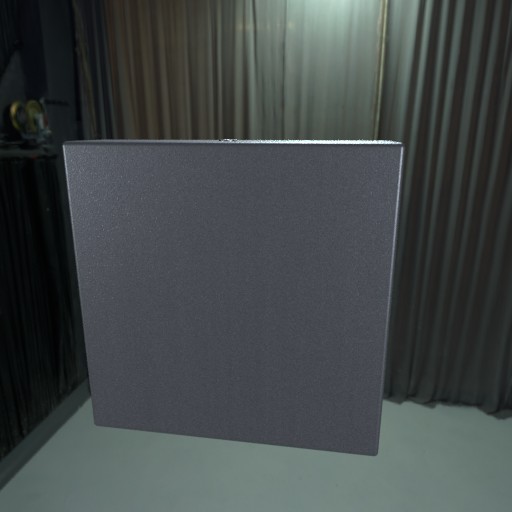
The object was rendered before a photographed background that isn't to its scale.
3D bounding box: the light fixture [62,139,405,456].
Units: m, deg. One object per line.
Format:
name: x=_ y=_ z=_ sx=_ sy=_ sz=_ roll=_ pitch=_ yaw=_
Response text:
light fixture: x=0.000 y=0.000 z=0.235 sx=0.121 sy=0.121 sz=0.143 roll=3 pitch=16 yaw=9
